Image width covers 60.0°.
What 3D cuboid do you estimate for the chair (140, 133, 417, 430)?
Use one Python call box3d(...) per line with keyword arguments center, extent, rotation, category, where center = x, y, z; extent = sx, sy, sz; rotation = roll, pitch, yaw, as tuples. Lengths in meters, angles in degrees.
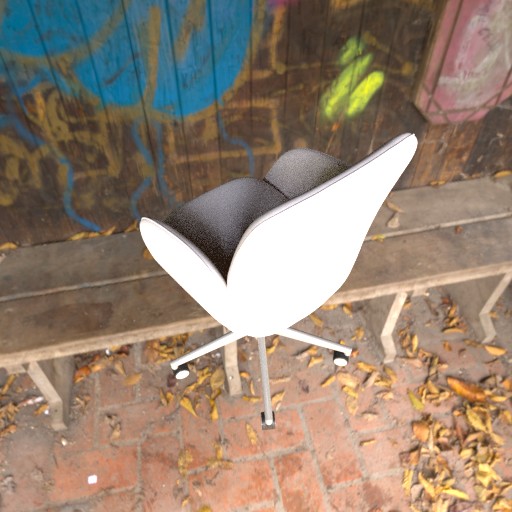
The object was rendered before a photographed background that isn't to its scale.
box3d(center=(0.000, 0.000, 1.350), extent=(0.648, 0.959, 0.633), rotation=(-32, 55, -27), category="chair")
